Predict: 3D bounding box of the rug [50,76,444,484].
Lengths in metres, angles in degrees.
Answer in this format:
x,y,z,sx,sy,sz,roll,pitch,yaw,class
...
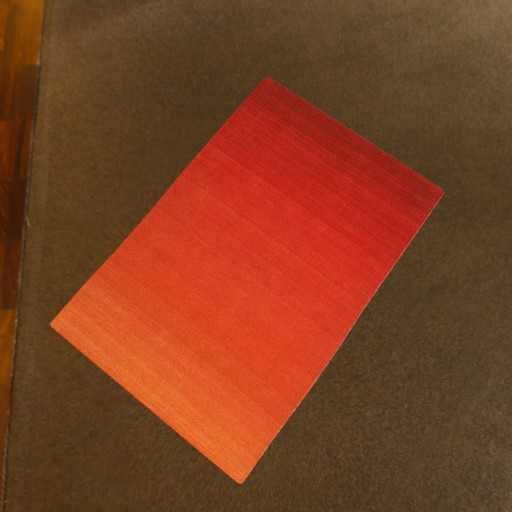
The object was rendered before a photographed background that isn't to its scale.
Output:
x,y,z,sx,sy,sz,roll,pitch,yaw,class
0.000,0.000,2.330,1.230,0.018,1.835,36,78,9,rug
